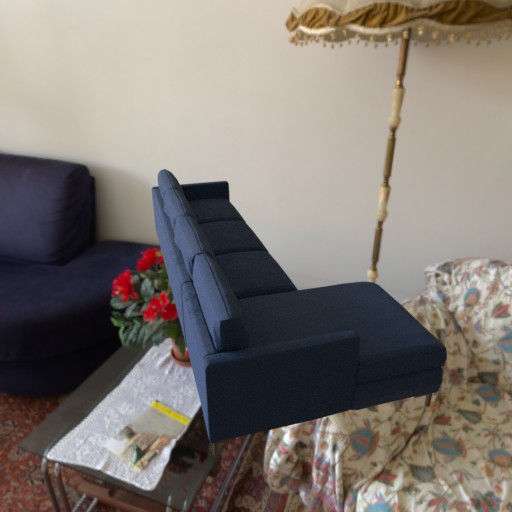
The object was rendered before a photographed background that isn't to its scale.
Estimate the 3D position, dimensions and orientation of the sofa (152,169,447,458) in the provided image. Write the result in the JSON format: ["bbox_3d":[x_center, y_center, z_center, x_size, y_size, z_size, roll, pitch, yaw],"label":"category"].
[{"bbox_3d":[0.000,0.000,2.916,1.128,0.679,2.450,-7,27,-15],"label":"sofa"}]
